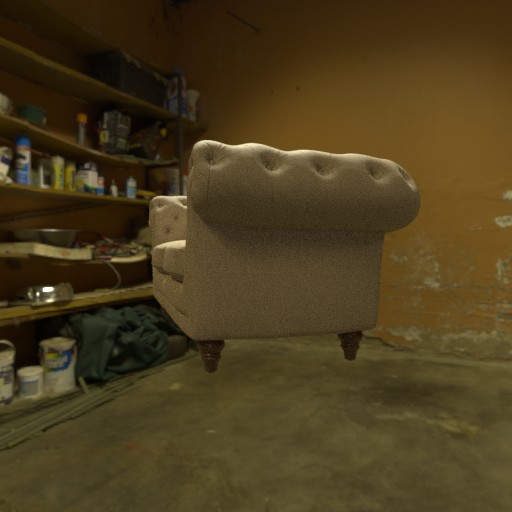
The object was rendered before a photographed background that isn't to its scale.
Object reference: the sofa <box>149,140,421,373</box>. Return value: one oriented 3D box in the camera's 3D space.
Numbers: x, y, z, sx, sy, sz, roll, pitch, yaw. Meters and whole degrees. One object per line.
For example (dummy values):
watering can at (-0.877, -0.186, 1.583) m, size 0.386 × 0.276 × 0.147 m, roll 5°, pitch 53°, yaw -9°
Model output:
sofa at (0.000, 0.000, 2.486) m, size 1.069 × 0.835 × 1.988 m, roll 0°, pitch 1°, yaw -18°
